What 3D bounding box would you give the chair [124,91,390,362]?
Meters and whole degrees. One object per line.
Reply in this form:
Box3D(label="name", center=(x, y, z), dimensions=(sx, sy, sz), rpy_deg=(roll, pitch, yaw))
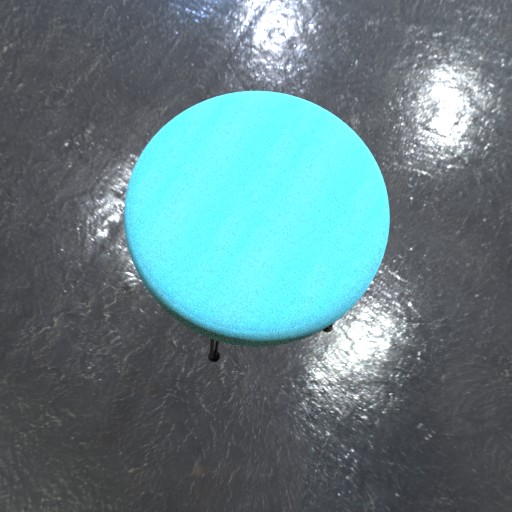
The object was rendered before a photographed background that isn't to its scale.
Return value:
Box3D(label="chair", center=(0.000, 0.000, 0.685), dimensions=(0.350, 0.440, 0.350), rpy_deg=(30, 77, 8))
